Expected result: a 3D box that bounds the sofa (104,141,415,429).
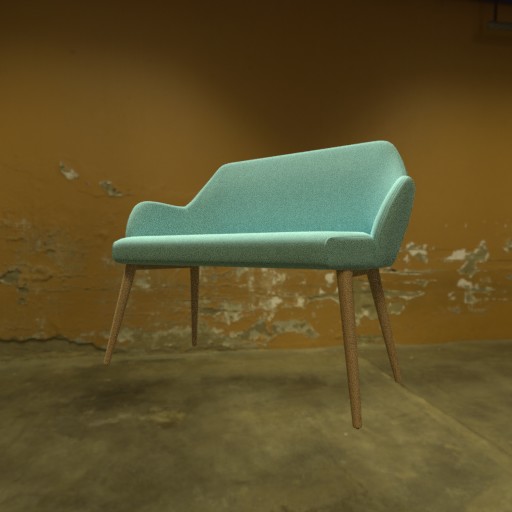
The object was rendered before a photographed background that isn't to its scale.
[{"bbox_3d":[0.000,0.000,1.608,1.150,0.840,0.610,1,1,36],"label":"sofa"}]
